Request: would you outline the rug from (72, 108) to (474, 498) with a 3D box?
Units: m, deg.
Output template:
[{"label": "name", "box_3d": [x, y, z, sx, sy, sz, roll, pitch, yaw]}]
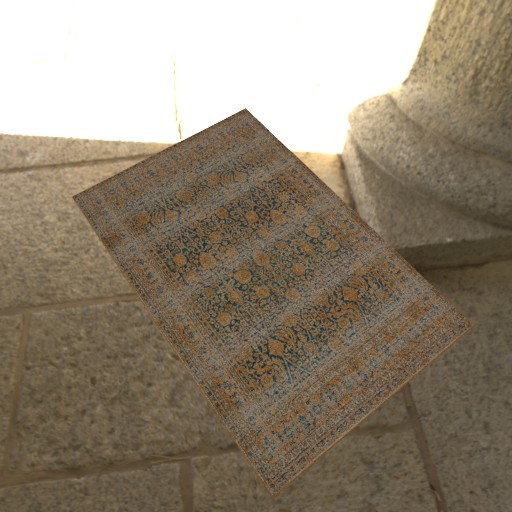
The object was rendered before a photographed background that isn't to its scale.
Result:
[{"label": "rug", "box_3d": [0.000, 0.000, 2.900, 1.525, 0.007, 2.336, -33, 65, -17]}]
